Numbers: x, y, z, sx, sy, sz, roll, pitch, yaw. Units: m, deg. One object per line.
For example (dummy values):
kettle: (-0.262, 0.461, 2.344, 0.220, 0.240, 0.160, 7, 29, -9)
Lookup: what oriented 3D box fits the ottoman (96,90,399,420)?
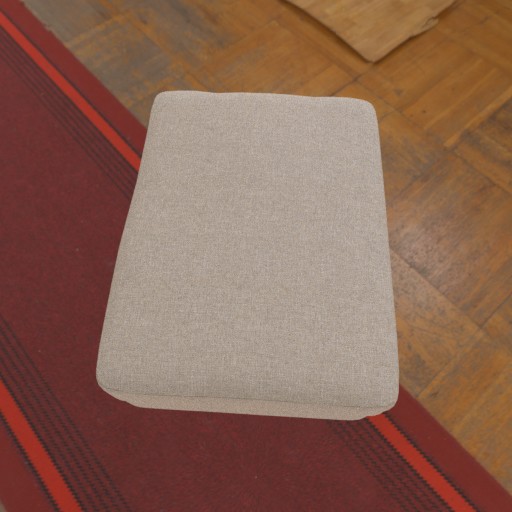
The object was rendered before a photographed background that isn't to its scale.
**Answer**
ottoman: (0.000, 0.000, 1.315, 0.677, 0.519, 0.898, 3, 64, 1)
